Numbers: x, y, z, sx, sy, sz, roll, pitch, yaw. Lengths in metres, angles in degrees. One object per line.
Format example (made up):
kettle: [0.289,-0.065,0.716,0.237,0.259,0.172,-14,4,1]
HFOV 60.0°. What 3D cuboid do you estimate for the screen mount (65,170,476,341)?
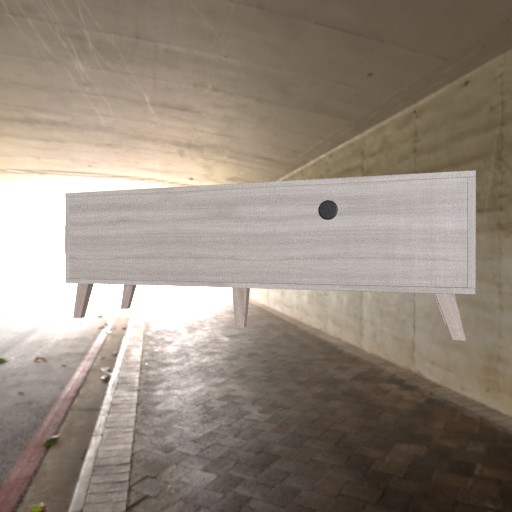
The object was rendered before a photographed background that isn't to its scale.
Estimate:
screen mount: [0.000,0.000,1.732,1.500,0.509,0.401,0,0,19]
